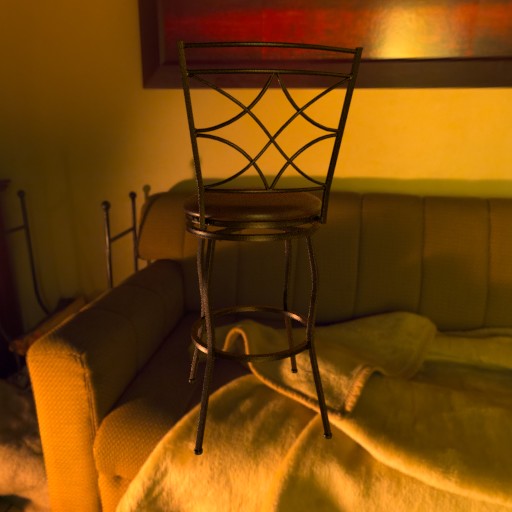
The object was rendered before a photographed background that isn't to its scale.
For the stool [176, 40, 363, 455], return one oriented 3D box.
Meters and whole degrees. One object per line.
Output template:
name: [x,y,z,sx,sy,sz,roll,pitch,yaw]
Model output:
stool: [0.000,0.000,1.359,0.434,1.117,0.534,-3,15,-10]
